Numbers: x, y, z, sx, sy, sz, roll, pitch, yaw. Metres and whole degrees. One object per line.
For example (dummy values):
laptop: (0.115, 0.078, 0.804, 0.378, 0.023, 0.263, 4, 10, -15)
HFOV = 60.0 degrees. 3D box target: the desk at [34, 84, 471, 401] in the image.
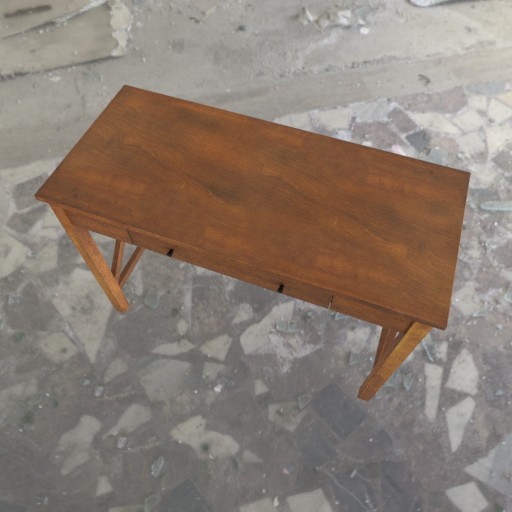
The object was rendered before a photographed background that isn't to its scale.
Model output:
desk: (0.000, 0.000, 1.563, 1.117, 0.762, 0.508, 18, 60, 11)
